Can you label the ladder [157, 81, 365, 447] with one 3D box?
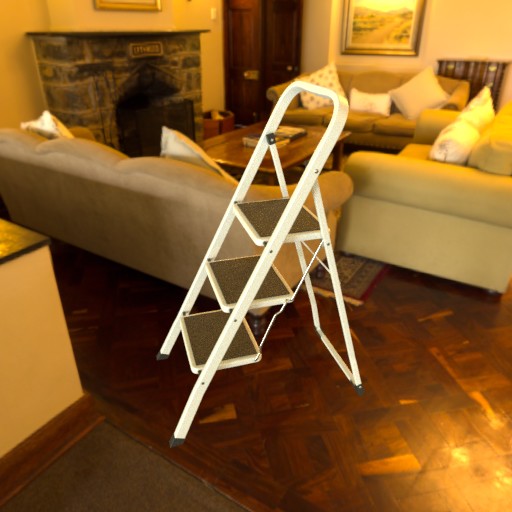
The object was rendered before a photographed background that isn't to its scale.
[{"bbox_3d":[0.000,0.000,1.463,0.711,1.050,0.460,-8,29,-15],"label":"ladder"}]
